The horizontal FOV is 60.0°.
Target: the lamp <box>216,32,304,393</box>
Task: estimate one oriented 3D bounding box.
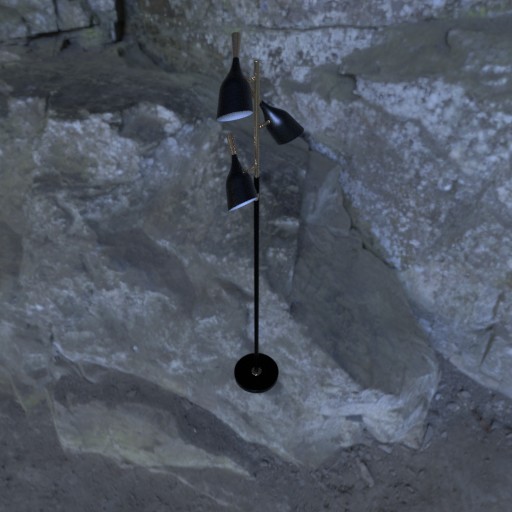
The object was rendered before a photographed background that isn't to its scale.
[{"bbox_3d":[0.000,0.000,1.925,0.253,1.778,0.434,27,48,27],"label":"lamp"}]
